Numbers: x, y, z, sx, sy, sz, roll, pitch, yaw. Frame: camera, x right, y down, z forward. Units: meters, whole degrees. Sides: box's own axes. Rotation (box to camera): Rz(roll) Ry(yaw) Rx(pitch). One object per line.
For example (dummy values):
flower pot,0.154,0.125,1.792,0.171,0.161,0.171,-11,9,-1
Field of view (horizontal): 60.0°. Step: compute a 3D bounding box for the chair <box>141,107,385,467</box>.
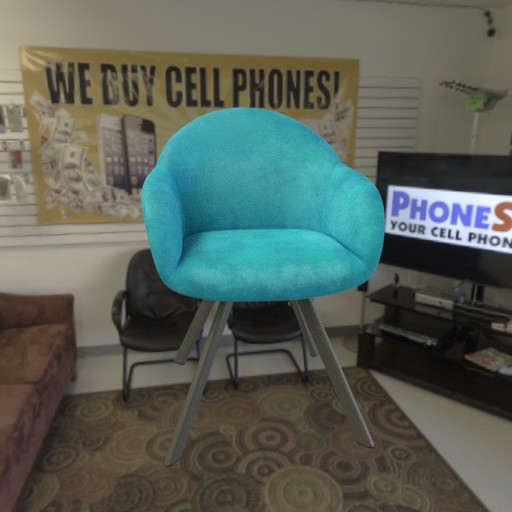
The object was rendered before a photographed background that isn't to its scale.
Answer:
chair,0.000,0.000,1.192,0.550,0.795,0.590,-2,15,-7
